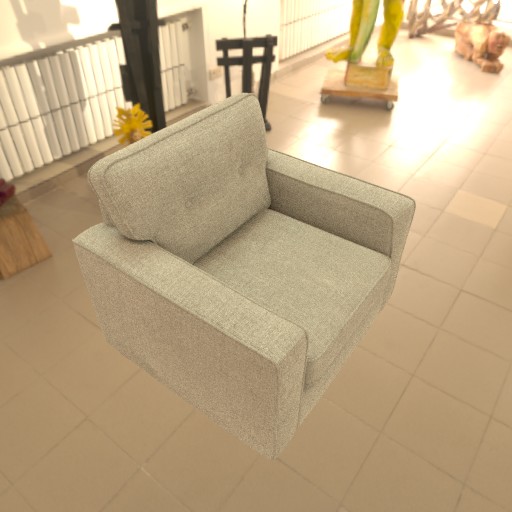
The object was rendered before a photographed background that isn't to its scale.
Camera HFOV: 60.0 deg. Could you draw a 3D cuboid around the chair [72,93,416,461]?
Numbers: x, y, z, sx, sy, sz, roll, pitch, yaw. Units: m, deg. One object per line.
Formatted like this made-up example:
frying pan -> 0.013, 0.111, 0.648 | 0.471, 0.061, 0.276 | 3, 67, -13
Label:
chair -> 0.000, 0.000, 1.782 | 0.939, 0.965, 1.015 | 26, 47, 27
